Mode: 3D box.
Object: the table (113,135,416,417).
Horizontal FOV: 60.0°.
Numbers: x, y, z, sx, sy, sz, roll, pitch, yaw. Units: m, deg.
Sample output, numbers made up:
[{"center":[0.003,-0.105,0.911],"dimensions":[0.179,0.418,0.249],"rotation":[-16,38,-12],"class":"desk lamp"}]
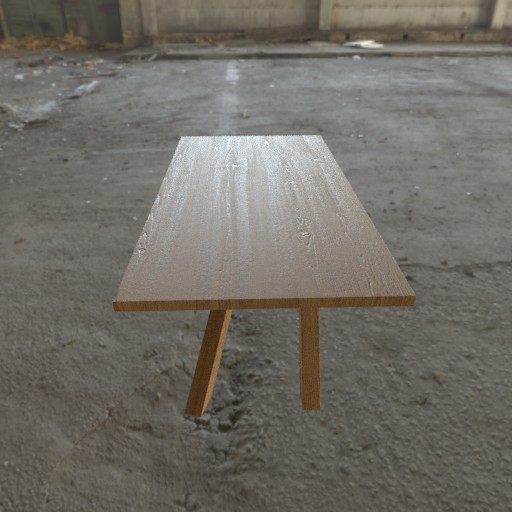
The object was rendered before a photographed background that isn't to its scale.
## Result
[{"center":[0.000,0.000,2.276],"dimensions":[0.901,0.750,1.797],"rotation":[-1,30,-2],"class":"table"}]
